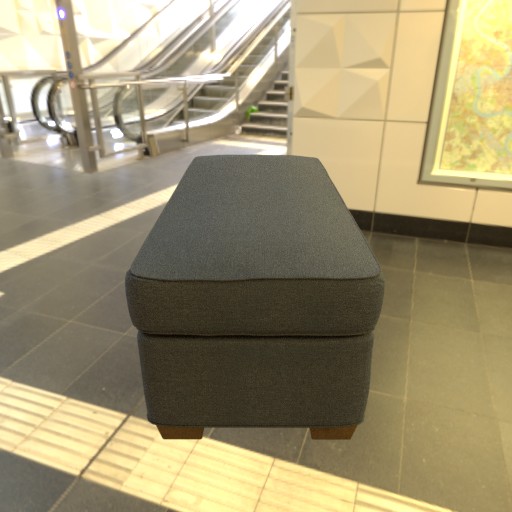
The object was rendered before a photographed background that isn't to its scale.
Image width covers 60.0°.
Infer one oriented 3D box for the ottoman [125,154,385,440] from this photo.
[{"bbox_3d":[0.000,0.000,1.406,0.515,0.460,1.110,0,25,0],"label":"ottoman"}]
